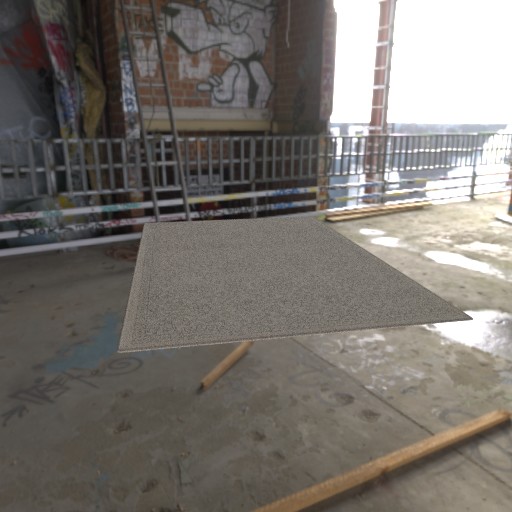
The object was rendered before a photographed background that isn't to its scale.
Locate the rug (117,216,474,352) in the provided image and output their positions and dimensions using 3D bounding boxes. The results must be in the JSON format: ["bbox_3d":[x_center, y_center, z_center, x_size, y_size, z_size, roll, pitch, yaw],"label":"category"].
[{"bbox_3d":[0.000,0.000,2.313,1.219,0.010,1.829,-3,17,-11],"label":"rug"}]
